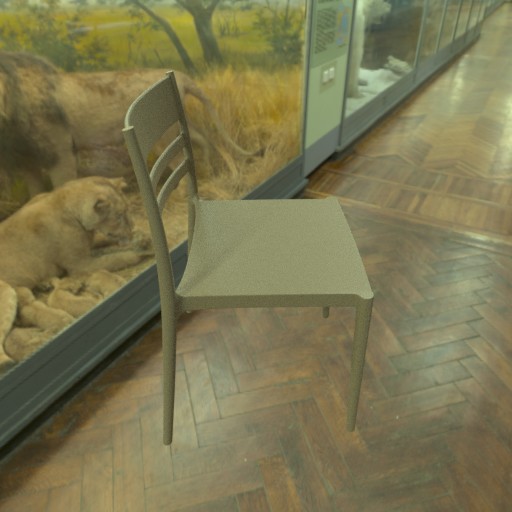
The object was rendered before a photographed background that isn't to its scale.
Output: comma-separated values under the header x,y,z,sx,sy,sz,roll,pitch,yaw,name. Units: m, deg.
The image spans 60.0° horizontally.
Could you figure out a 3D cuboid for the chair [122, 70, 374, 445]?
x,y,z,sx,sy,sz,roll,pitch,yaw,name
0.000,0.000,1.127,0.511,0.800,0.531,0,33,-1,chair
